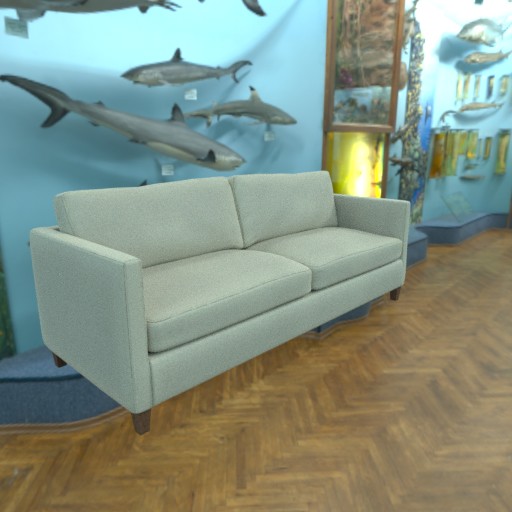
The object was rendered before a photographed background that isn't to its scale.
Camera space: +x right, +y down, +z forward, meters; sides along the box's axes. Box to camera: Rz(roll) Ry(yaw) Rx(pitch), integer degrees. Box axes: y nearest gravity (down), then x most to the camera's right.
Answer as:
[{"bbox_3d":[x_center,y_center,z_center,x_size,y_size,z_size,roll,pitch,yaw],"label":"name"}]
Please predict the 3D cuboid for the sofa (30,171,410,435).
[{"bbox_3d":[0.000,0.000,2.791,0.951,0.968,2.361,14,20,42],"label":"sofa"}]
